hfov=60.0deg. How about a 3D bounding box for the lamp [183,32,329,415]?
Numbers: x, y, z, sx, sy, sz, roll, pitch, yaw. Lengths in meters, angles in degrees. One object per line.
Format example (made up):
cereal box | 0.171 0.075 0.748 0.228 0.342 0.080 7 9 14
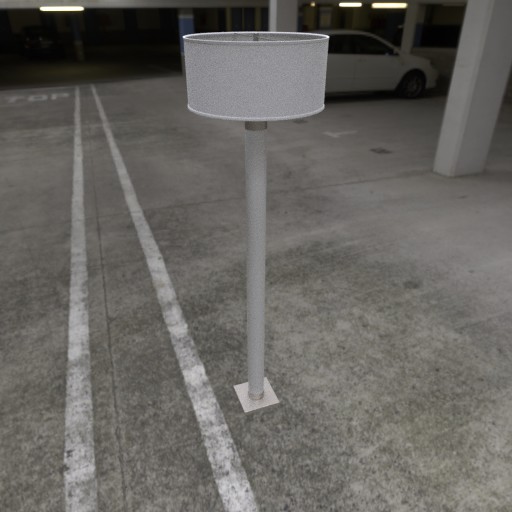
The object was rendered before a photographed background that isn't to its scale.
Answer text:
lamp | 0.000 0.000 1.638 0.420 1.475 0.420 -10 31 -18
